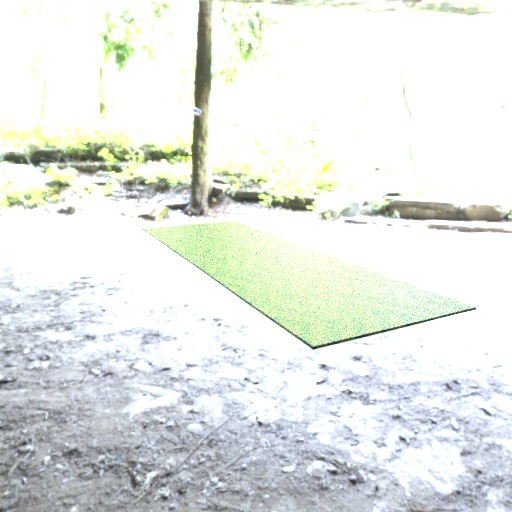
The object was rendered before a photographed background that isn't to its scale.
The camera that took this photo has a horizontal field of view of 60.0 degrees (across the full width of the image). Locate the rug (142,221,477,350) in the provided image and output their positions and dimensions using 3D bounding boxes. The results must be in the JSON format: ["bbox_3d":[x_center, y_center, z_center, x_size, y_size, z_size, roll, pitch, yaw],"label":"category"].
[{"bbox_3d":[0.000,0.000,1.658,0.503,0.007,1.492,-7,16,-26],"label":"rug"}]
